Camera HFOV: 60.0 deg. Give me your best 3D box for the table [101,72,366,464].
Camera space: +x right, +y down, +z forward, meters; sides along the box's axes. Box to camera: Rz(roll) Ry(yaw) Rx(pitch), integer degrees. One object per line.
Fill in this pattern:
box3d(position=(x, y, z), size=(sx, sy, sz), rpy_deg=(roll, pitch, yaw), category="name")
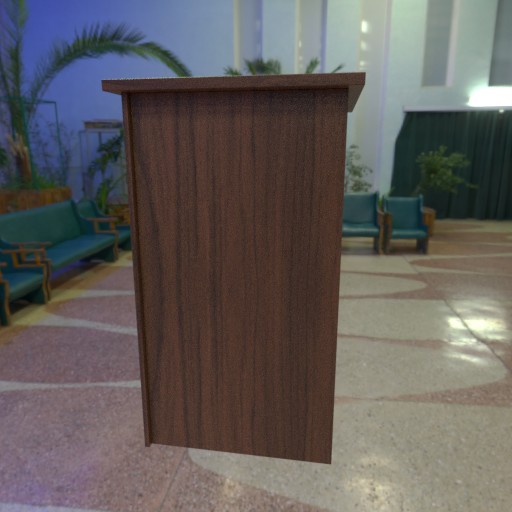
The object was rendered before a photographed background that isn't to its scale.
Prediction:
box3d(position=(0.000, 0.000, 0.927), size=(0.381, 0.636, 0.480), rpy_deg=(2, 14, 10), category="table")
